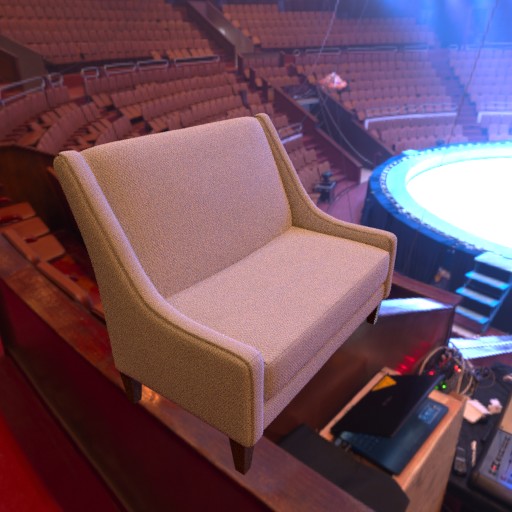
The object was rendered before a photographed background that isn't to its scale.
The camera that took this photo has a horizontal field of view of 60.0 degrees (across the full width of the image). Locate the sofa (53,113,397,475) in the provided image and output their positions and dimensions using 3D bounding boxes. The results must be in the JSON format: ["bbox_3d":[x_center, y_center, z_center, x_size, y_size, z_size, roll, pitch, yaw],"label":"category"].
[{"bbox_3d":[0.000,0.000,1.938,0.870,1.022,1.242,17,31,32],"label":"sofa"}]
